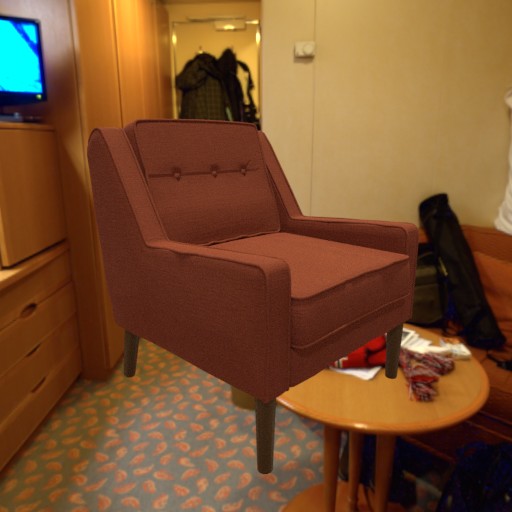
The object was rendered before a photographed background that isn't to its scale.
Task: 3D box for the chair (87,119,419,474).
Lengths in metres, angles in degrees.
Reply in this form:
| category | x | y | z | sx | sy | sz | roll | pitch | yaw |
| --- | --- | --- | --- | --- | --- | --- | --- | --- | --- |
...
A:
| category | x | y | z | sx | sy | sz | roll | pitch | yaw |
| --- | --- | --- | --- | --- | --- | --- | --- | --- | --- |
| chair | 0.000 | 0.000 | 1.351 | 0.770 | 0.812 | 0.680 | 14 | 20 | 43 |
